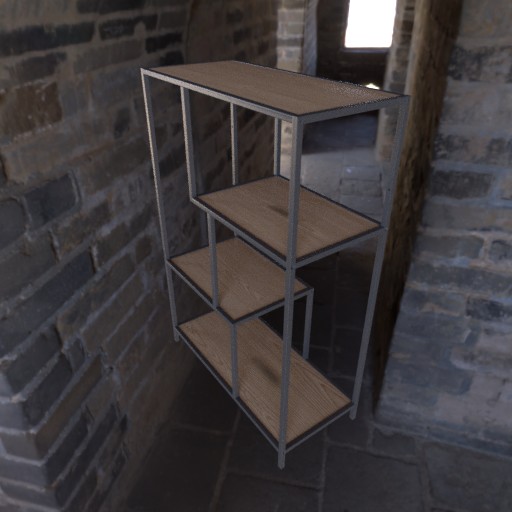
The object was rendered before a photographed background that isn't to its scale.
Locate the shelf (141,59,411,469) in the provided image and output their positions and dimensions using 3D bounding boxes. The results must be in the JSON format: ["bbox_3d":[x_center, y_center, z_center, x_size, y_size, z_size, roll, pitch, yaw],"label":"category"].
[{"bbox_3d":[0.000,0.000,1.519,0.350,1.138,0.770,-20,37,-30],"label":"shelf"}]
